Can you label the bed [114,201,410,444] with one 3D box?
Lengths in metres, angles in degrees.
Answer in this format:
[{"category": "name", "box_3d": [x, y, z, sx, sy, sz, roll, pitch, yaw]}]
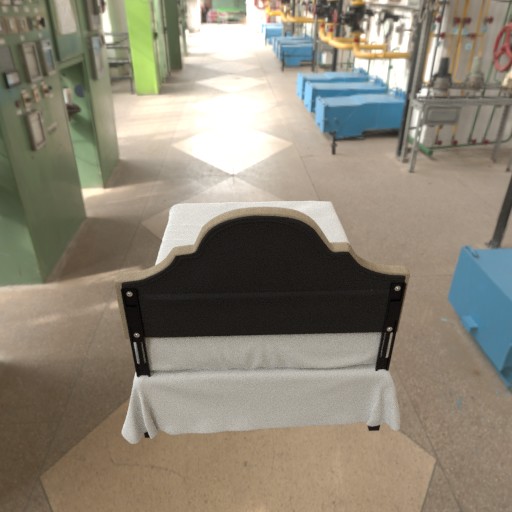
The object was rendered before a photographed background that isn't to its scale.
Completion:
[{"category": "bed", "box_3d": [0.000, 0.000, 3.401, 1.780, 1.634, 2.222, -1, 30, -2]}]
